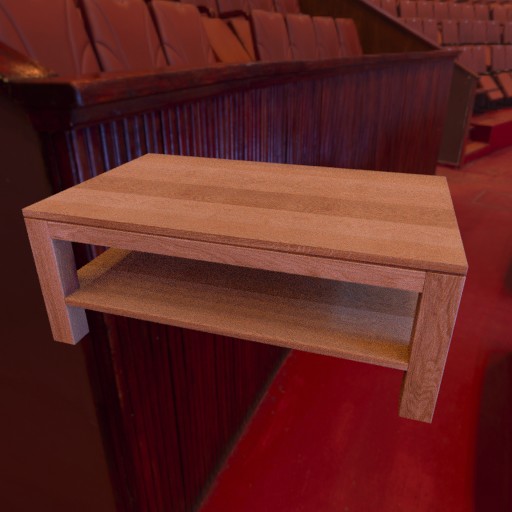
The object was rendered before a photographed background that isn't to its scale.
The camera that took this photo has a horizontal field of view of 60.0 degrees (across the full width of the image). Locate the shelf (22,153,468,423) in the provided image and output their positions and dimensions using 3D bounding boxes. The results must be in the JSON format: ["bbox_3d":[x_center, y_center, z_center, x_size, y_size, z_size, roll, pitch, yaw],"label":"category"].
[{"bbox_3d":[0.000,0.000,1.480,1.150,0.450,0.700,8,27,16],"label":"shelf"}]
